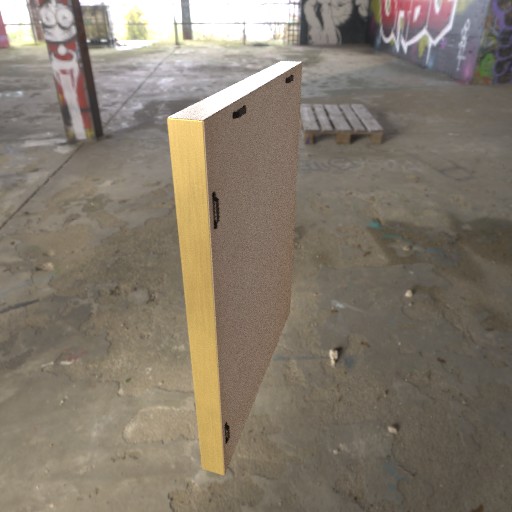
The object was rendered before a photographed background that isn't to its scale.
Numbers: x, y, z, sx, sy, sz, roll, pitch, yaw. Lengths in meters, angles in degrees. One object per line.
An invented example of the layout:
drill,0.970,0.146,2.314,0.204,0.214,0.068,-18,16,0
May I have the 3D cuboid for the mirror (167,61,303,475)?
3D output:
mirror,0.000,0.000,0.685,0.041,0.508,0.405,9,32,15
